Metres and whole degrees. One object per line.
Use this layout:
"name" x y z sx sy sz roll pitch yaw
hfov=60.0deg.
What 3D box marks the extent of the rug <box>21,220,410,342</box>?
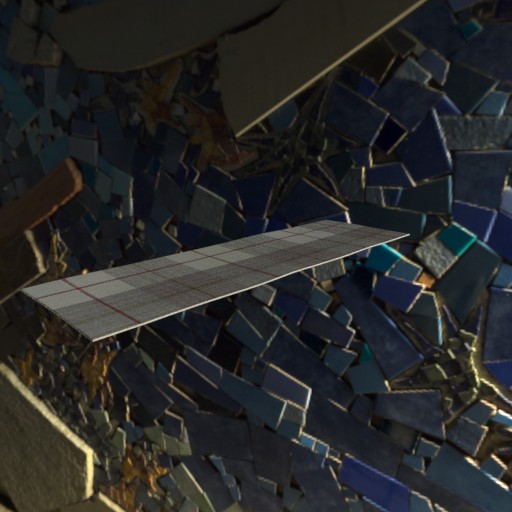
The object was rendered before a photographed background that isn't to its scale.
"rug" 0.000 0.000 2.700 2.439 0.013 0.762 -15 22 -43
